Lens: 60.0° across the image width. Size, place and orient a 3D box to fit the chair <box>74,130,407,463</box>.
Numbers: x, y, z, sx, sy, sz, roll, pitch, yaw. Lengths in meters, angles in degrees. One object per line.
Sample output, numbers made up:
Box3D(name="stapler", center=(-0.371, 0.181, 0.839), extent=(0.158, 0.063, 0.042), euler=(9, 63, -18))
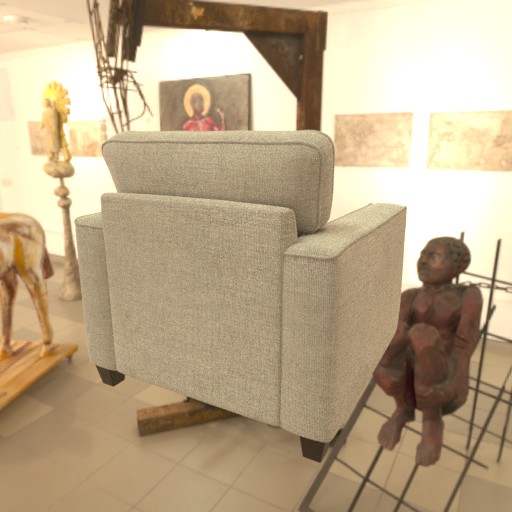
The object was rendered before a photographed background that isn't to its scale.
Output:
Box3D(name="chair", center=(0.000, 0.000, 1.776), extent=(1.015, 0.965, 0.939), euler=(8, 17, 28))
